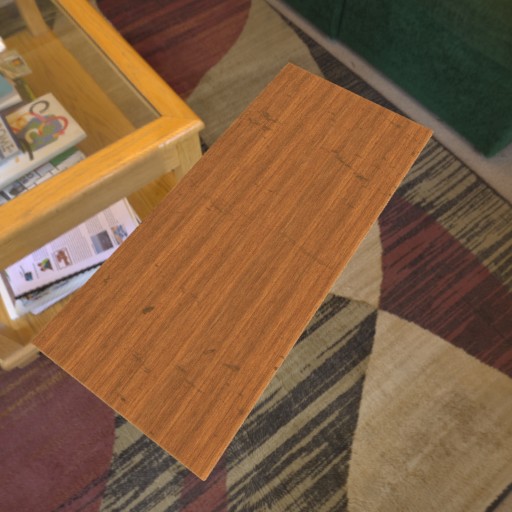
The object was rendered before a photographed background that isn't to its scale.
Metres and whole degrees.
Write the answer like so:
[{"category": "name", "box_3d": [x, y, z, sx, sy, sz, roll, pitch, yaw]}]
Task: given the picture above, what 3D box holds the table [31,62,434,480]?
[{"category": "table", "box_3d": [0.000, 0.000, 2.639, 1.000, 0.757, 2.200, 32, 68, 14]}]
